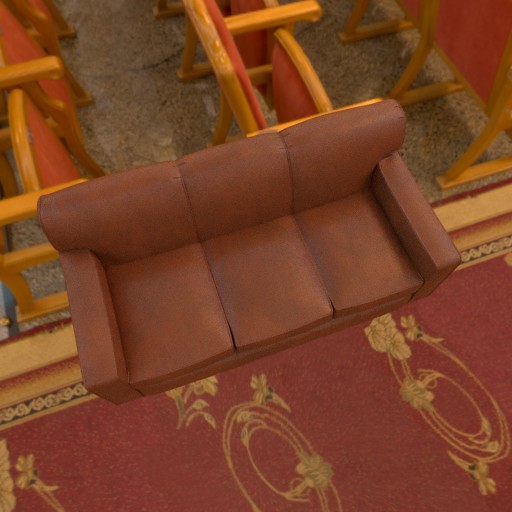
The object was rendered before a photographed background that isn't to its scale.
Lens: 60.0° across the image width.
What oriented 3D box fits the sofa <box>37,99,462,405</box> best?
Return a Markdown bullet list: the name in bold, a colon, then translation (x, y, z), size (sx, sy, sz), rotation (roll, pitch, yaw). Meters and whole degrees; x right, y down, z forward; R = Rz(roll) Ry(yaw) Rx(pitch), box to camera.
- **sofa**: translation (0.000, 0.000, 2.528), size (2.039, 0.953, 1.008), rotation (-18, 65, -8)
